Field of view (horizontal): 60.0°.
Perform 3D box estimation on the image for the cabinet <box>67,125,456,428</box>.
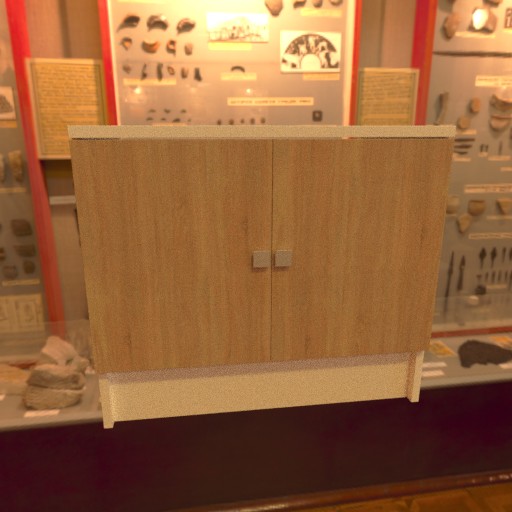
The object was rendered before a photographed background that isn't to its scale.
[{"bbox_3d":[0.000,0.000,0.929,0.600,0.522,0.400,-2,16,-8],"label":"cabinet"}]
